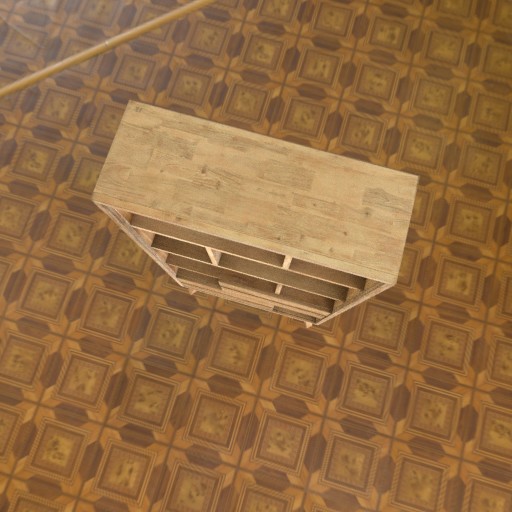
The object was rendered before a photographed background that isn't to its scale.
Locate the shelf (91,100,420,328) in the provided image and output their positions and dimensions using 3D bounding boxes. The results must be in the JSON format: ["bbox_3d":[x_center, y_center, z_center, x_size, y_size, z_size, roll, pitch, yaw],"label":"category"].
[{"bbox_3d":[0.000,0.000,1.786,0.748,1.471,0.308,16,78,4],"label":"shelf"}]
